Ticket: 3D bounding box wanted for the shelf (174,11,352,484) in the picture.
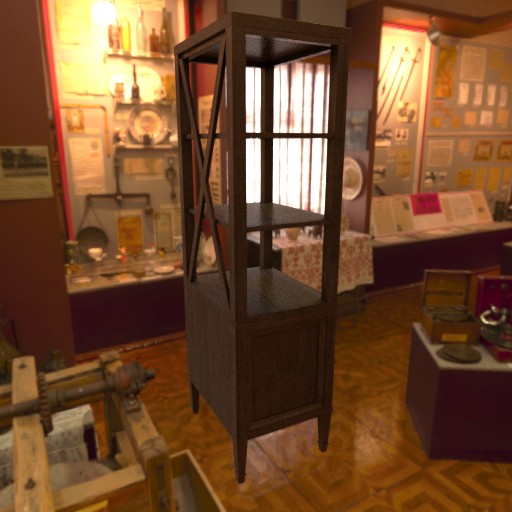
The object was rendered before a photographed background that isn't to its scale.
[{"bbox_3d":[0.000,0.000,1.919,0.472,1.727,0.584,-7,16,-26],"label":"shelf"}]
